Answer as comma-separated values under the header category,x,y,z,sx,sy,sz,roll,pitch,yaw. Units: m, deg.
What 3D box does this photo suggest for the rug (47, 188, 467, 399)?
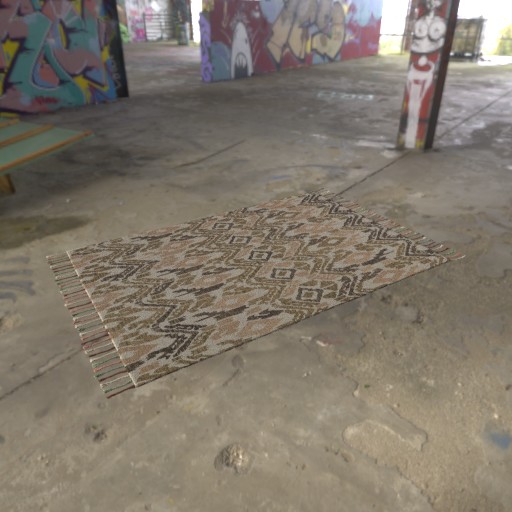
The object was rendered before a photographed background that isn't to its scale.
category,x,y,z,sx,sy,sz,roll,pitch,yaw
rug,0.000,0.000,3.000,2.438,0.008,1.524,-17,33,-27
